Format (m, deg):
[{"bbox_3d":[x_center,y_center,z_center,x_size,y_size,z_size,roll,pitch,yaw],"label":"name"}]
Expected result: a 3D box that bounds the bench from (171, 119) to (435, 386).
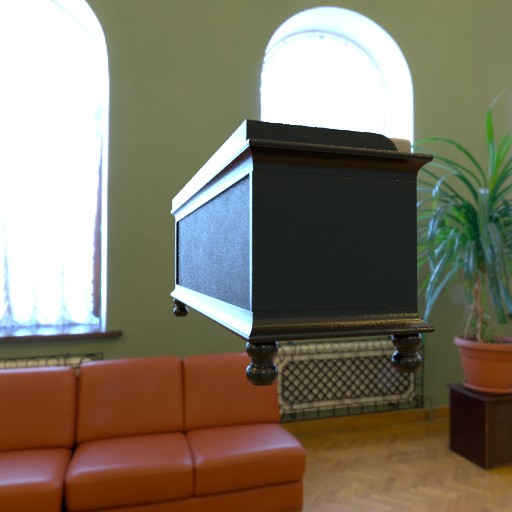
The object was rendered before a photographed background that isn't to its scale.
[{"bbox_3d":[0.000,0.000,1.424,0.402,0.501,1.185,0,-1,-18],"label":"bench"}]
